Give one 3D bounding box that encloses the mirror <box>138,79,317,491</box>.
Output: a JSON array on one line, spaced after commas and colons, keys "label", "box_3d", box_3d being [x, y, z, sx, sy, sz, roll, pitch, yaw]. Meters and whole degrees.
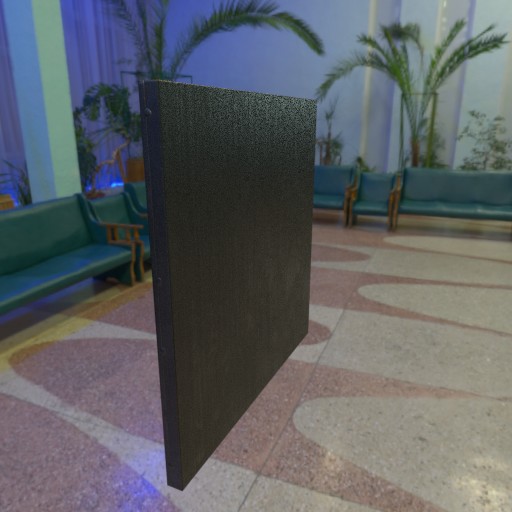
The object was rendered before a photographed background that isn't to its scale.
[{"label": "mirror", "box_3d": [0.000, 0.000, 0.552, 0.020, 0.381, 0.382, 8, 19, 24]}]
